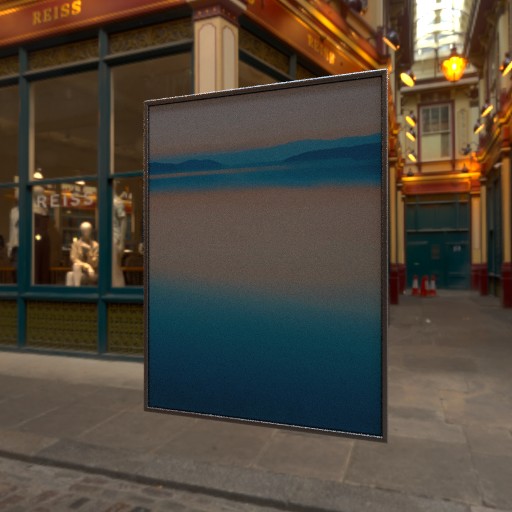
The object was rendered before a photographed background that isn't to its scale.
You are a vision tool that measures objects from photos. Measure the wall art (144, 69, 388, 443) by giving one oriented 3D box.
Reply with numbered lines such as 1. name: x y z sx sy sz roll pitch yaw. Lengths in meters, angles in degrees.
1. wall art: 0.000 0.000 1.403 0.801 1.062 0.037 0 0 19
